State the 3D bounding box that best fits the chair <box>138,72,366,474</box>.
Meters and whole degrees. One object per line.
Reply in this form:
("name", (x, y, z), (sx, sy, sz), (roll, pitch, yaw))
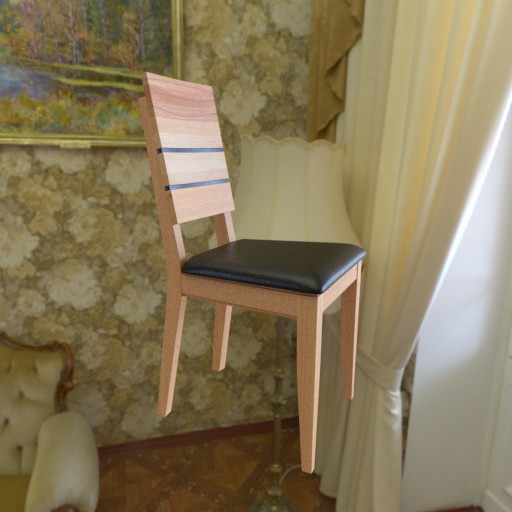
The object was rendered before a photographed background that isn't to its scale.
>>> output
("chair", (0.000, 0.000, 1.221), (0.520, 0.940, 0.410), (7, 15, 26))
